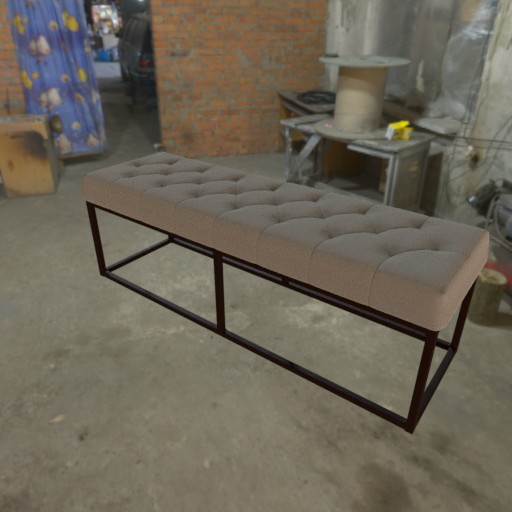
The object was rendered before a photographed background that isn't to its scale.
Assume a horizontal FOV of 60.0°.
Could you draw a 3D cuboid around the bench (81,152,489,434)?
[{"bbox_3d":[0.000,0.000,1.693,1.488,0.488,0.479,20,34,32],"label":"bench"}]
